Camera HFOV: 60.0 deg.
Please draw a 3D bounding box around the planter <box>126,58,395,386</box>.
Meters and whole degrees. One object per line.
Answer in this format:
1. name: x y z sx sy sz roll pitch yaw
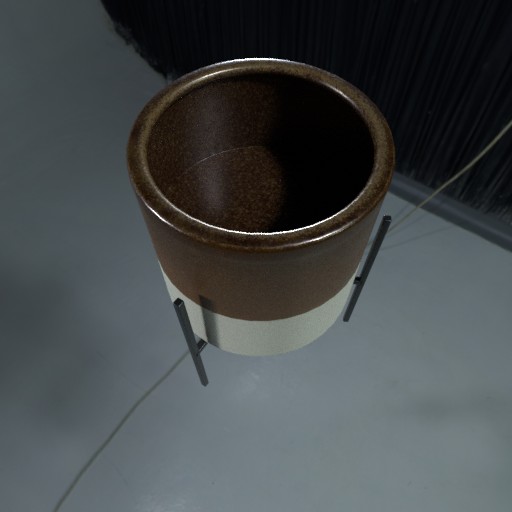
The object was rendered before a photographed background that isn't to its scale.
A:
1. planter: 0.000 0.000 0.559 0.255 0.375 0.269 29 62 17
